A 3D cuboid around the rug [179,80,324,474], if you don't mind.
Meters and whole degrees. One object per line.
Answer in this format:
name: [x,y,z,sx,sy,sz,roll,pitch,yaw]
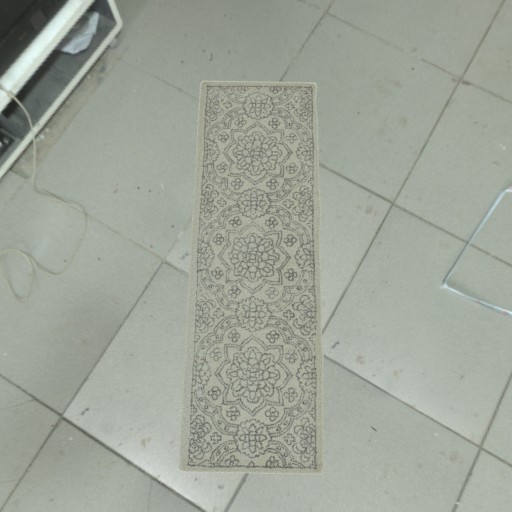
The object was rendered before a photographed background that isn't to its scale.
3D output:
rug: [0.000,0.000,2.701,0.806,0.006,2.431,1,76,0]
